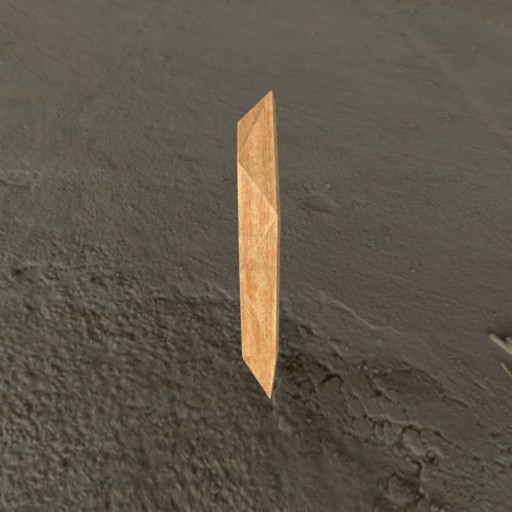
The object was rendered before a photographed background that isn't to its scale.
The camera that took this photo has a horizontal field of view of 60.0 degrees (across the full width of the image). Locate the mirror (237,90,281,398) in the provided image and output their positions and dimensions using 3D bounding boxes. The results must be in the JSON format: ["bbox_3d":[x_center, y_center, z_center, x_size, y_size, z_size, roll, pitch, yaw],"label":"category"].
[{"bbox_3d":[0.000,0.000,1.032,0.070,0.774,0.577,-1,41,-1],"label":"mirror"}]
